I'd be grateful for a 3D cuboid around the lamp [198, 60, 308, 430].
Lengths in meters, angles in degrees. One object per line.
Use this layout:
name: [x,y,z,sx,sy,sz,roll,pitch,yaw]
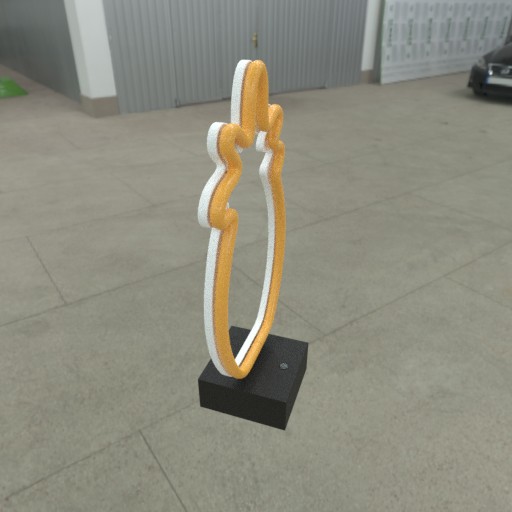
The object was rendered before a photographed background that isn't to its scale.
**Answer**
lamp: [0.000,0.000,0.391,0.088,0.317,0.167,10,31,17]
